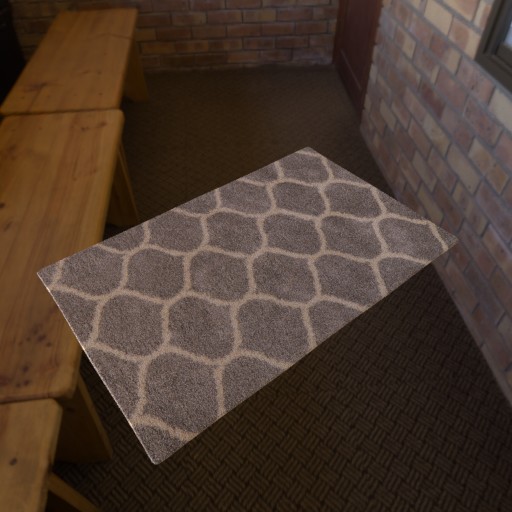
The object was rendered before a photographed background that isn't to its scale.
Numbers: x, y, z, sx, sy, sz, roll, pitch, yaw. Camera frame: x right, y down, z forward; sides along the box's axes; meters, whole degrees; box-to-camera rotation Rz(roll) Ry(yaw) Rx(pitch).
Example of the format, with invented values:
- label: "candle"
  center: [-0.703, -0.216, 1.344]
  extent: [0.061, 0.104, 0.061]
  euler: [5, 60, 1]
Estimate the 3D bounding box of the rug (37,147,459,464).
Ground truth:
- label: "rug"
  center: [0.000, 0.000, 2.899]
  extent: [2.348, 0.025, 1.501]
  euler: [-30, 52, -26]
